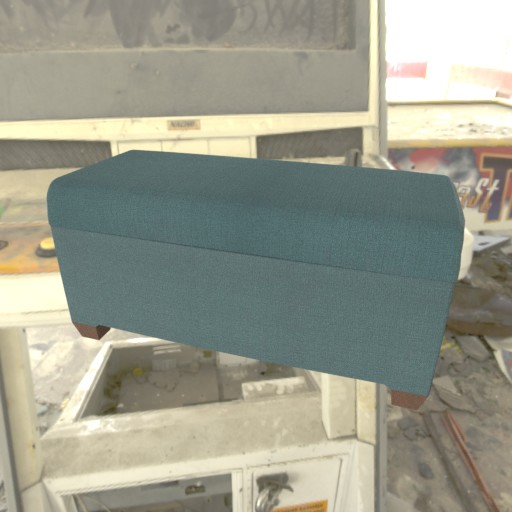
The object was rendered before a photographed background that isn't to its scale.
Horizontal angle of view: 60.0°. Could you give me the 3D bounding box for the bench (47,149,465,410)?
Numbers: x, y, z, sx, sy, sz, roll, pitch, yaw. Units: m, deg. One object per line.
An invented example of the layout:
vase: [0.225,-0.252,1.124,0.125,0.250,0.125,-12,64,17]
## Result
bench: [0.000,0.000,1.240,0.995,0.474,0.476,8,28,16]
